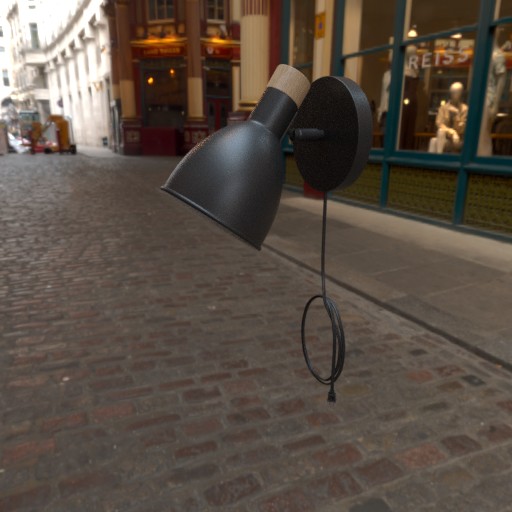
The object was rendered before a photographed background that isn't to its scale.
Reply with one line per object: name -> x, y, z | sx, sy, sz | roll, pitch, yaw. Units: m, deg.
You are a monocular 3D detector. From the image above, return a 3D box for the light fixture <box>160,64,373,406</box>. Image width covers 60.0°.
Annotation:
light fixture -> 0.000, 0.000, 0.499 | 0.203, 0.401, 0.127 | -8, 19, -26
